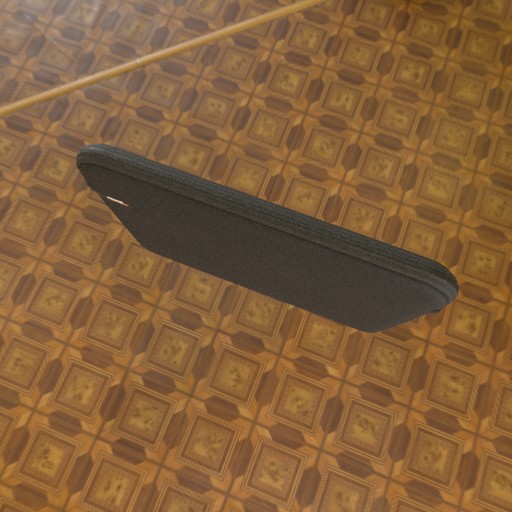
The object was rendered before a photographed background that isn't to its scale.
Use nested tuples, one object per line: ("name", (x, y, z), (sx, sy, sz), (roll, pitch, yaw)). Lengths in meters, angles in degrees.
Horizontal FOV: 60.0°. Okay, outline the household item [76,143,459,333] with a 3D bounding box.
("household item", (0.000, 0.000, 0.532), (0.396, 0.305, 0.030), (20, 75, 6))
